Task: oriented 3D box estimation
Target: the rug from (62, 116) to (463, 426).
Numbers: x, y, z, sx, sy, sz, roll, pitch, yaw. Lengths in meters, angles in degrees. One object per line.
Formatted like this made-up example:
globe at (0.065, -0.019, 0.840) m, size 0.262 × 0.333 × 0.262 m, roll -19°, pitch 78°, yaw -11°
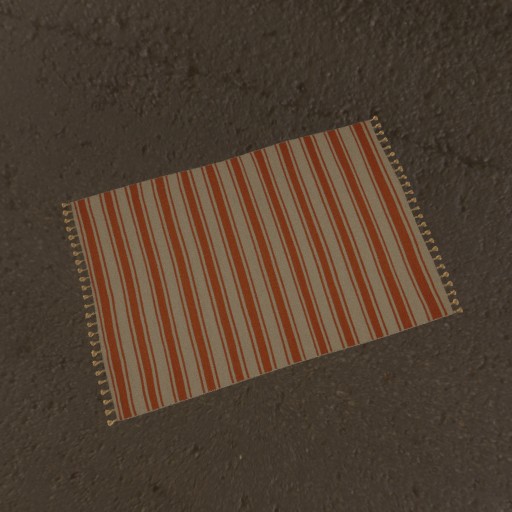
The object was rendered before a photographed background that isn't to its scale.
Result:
rug at (0.000, 0.000, 3.051) m, size 2.433 × 0.022 × 1.556 m, roll -17°, pitch 75°, yaw -5°
